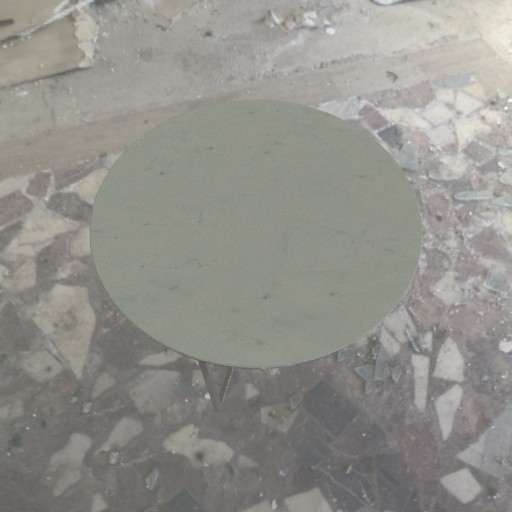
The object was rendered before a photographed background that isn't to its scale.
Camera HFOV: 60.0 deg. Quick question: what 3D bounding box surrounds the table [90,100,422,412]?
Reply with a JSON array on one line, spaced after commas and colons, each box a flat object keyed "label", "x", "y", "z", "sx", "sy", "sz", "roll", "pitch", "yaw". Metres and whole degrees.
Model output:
[{"label": "table", "x": 0.000, "y": 0.000, "z": 1.275, "sx": 0.800, "sy": 0.450, "sz": 0.800, "roll": 0, "pitch": 58, "yaw": 0}]
